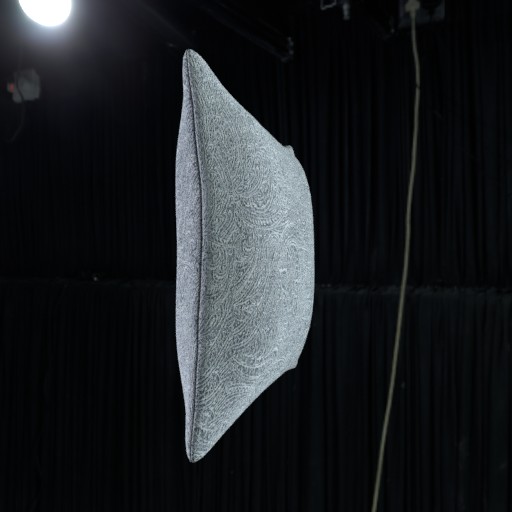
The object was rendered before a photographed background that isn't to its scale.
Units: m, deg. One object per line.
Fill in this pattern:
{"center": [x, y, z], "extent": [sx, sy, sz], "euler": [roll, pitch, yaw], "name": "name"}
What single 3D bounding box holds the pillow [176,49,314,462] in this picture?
{"center": [0.000, 0.000, 0.780], "extent": [0.166, 0.510, 0.523], "euler": [0, 0, 18], "name": "pillow"}
